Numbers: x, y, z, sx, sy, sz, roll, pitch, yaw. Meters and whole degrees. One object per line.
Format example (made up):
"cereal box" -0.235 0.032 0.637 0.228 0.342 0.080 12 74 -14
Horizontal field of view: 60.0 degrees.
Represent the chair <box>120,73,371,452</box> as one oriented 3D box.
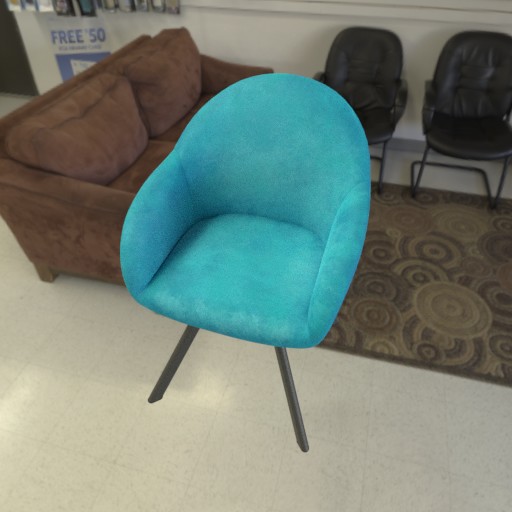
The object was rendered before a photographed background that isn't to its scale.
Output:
"chair" 0.000 0.000 1.209 0.550 0.795 0.590 12 42 14
